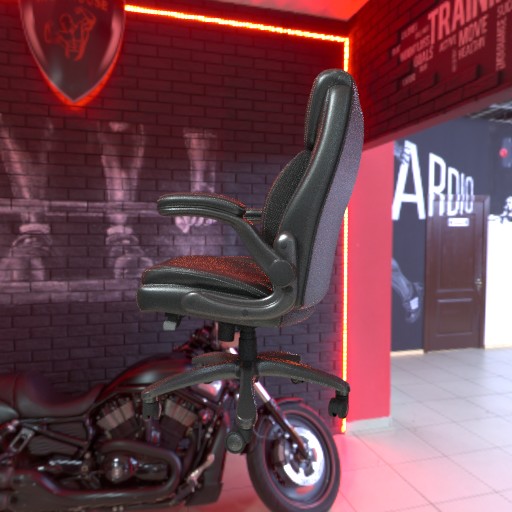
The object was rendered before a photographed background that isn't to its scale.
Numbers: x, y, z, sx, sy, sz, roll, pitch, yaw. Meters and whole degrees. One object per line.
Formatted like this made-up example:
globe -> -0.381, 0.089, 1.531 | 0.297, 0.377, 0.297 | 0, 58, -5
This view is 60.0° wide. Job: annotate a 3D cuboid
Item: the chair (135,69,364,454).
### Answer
chair -> 0.000, 0.000, 1.587 | 0.724, 1.110, 0.782 | 1, 2, 17
